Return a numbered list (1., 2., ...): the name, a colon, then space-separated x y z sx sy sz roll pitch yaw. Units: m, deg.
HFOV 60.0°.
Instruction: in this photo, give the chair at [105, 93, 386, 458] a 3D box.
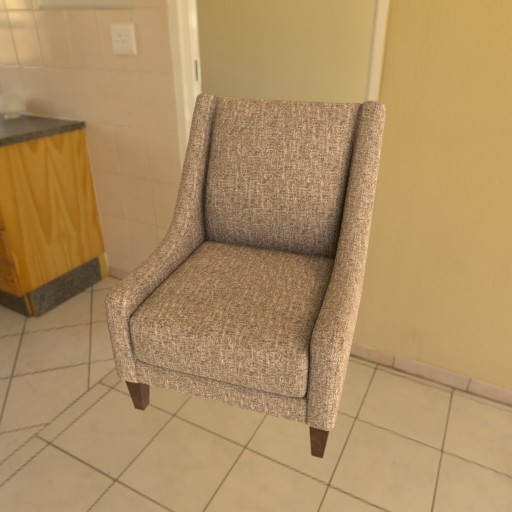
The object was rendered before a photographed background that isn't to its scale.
1. chair: 0.000 0.000 1.630 0.774 1.014 0.870 8 29 16
